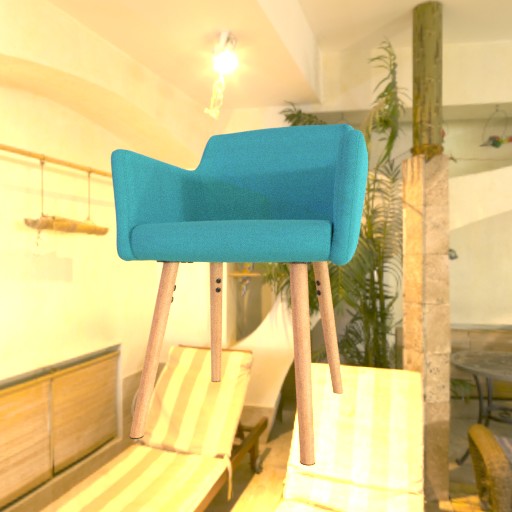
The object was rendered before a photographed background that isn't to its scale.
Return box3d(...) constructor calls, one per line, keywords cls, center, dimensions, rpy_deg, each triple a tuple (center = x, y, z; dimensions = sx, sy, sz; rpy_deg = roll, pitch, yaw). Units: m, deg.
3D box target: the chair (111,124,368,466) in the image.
box3d(cls="chair", center=(0.000, 0.000, 1.140), dimensions=(0.570, 0.780, 0.540), rpy_deg=(0, 1, 18))
